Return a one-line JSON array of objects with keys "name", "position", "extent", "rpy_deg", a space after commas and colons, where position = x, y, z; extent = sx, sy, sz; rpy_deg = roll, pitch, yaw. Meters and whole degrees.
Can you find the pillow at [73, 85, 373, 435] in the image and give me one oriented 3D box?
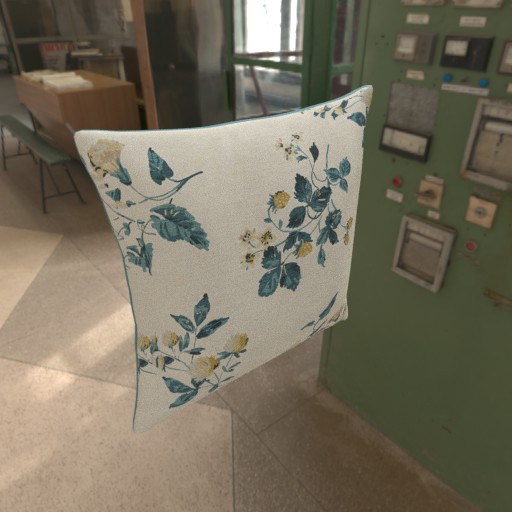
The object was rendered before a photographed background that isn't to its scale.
[{"name": "pillow", "position": [0.000, 0.000, 0.764], "extent": [0.526, 0.507, 0.166], "rpy_deg": [-21, 36, -32]}]
